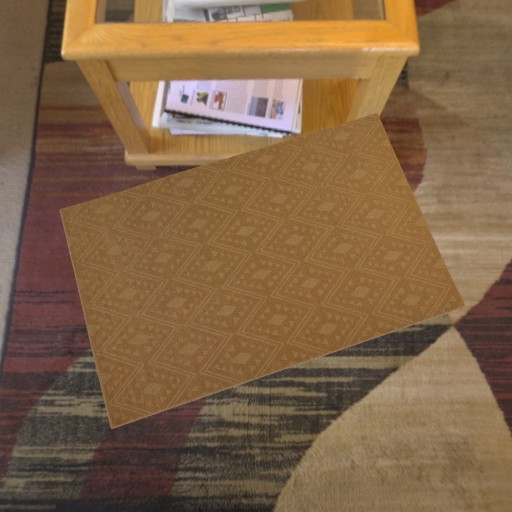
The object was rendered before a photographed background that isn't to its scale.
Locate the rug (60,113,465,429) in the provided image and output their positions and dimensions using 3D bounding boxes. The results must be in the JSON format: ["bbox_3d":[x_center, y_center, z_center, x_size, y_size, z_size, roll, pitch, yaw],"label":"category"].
[{"bbox_3d":[0.000,0.000,3.058,2.430,0.053,1.553,-18,76,-5],"label":"rug"}]
